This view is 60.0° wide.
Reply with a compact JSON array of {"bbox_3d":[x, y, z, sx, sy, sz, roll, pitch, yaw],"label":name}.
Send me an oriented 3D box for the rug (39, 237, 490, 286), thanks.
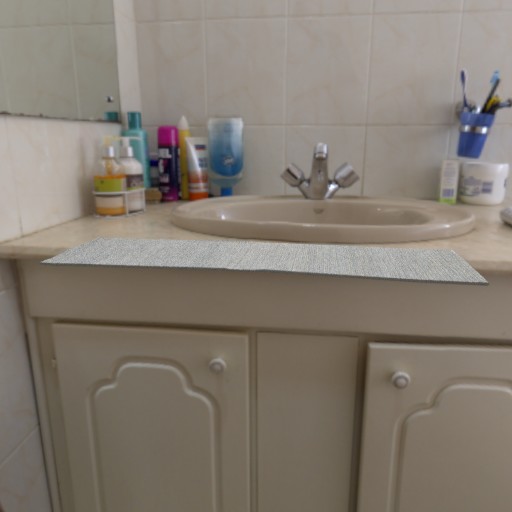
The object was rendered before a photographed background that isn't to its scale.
[{"bbox_3d":[0.000,0.000,2.584,2.341,0.037,0.675,2,14,9],"label":"rug"}]
